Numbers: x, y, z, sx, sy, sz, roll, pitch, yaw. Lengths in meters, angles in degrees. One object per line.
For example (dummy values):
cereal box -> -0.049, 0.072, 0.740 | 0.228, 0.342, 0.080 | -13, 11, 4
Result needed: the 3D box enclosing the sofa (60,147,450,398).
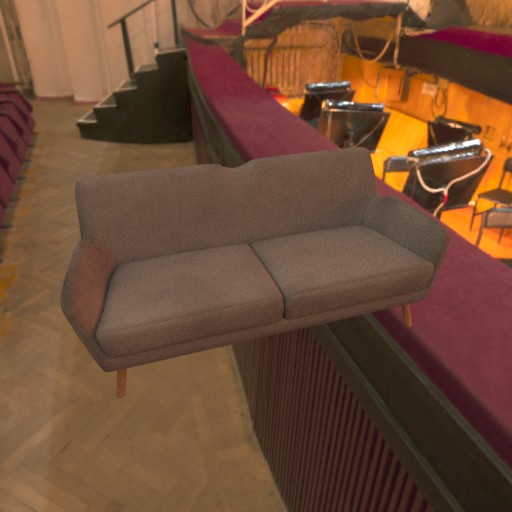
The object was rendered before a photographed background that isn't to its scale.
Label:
sofa -> 0.000, 0.000, 2.363 | 1.870, 0.810, 0.850 | -10, 32, -16
